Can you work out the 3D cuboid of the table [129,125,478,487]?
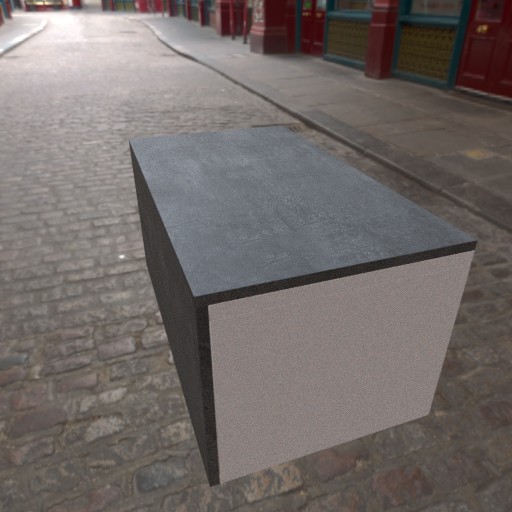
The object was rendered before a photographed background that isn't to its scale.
[{"bbox_3d":[0.000,0.000,0.926,0.400,0.350,0.700,-10,31,-17],"label":"table"}]
